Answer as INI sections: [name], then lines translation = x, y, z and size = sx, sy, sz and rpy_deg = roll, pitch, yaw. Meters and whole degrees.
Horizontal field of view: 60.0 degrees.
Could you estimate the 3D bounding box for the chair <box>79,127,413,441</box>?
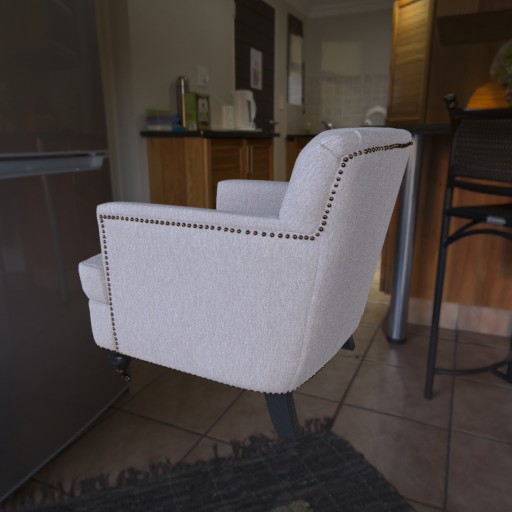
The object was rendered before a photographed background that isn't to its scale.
[chair]
translation = 0.000, 0.000, 1.481
size = 0.902, 0.823, 0.737
rpy_deg = 8, 18, 26
